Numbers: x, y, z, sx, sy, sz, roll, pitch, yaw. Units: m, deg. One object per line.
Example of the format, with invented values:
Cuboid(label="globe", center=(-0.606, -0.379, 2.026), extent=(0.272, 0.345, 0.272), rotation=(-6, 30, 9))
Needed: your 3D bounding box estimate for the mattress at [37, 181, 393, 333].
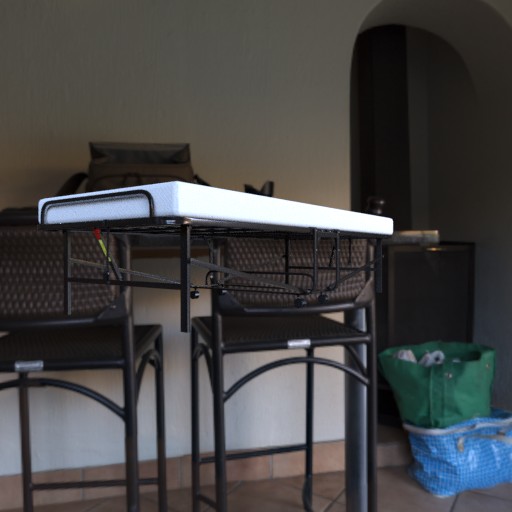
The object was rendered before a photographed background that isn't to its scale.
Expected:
Cuboid(label="mattress", center=(0.000, 0.000, 2.546), extent=(0.922, 0.519, 2.153), rotation=(0, 1, 36))
